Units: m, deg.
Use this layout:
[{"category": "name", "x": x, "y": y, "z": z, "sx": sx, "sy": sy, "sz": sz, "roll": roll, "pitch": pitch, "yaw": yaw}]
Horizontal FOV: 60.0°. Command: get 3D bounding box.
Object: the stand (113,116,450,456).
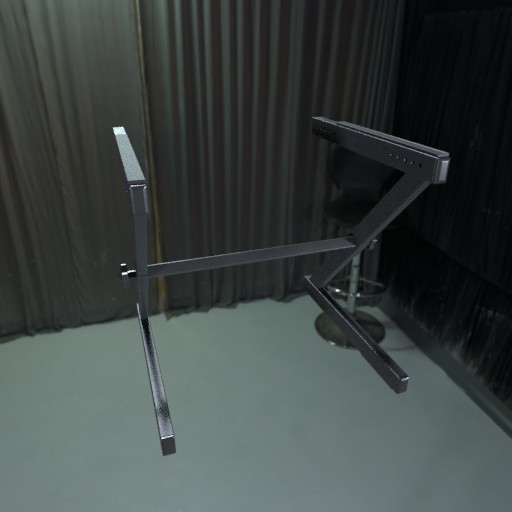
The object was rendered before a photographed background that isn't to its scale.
[{"category": "stand", "x": 0.000, "y": 0.000, "z": 1.170, "sx": 0.700, "sy": 0.617, "sz": 0.586, "roll": -8, "pitch": 27, "yaw": -17}]
